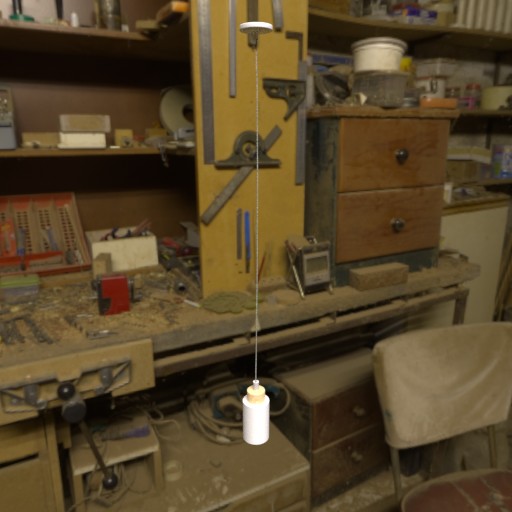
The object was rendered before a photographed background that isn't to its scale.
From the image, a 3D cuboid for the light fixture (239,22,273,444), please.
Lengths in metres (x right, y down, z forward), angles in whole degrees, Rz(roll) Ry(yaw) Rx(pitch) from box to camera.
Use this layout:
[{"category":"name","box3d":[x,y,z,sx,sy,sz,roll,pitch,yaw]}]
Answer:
[{"category":"light fixture","box3d":[0.000,0.000,1.907,0.125,1.798,0.125,-7,17,-25]}]
